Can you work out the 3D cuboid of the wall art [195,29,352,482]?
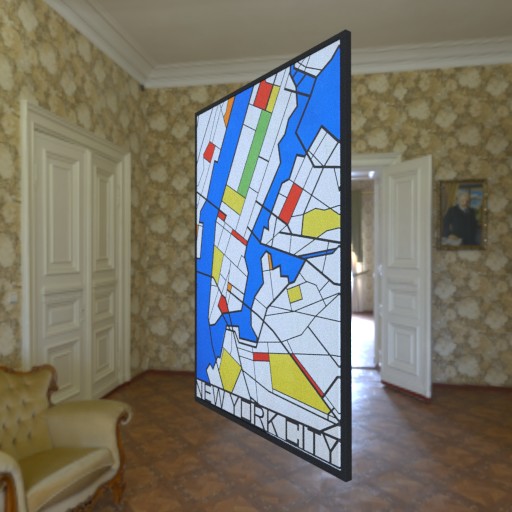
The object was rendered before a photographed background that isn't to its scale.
[{"bbox_3d":[0.000,0.000,0.835,0.013,0.660,0.460,0,-1,-36],"label":"wall art"}]
